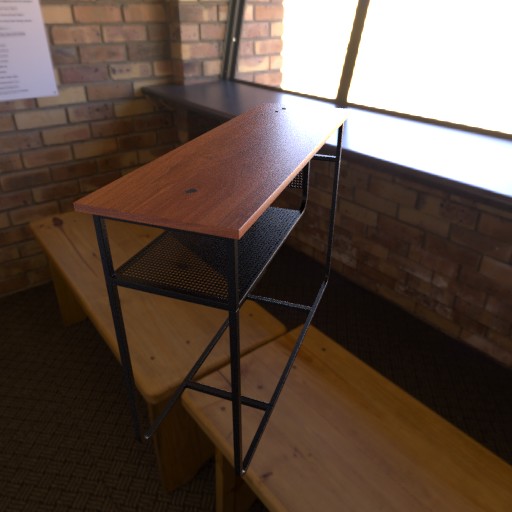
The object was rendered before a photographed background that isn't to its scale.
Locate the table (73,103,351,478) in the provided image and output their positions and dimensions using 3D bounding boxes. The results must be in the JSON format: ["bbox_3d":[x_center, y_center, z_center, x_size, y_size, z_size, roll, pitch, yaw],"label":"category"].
[{"bbox_3d":[0.000,0.000,1.444,0.350,0.750,1.100,10,31,18],"label":"table"}]
